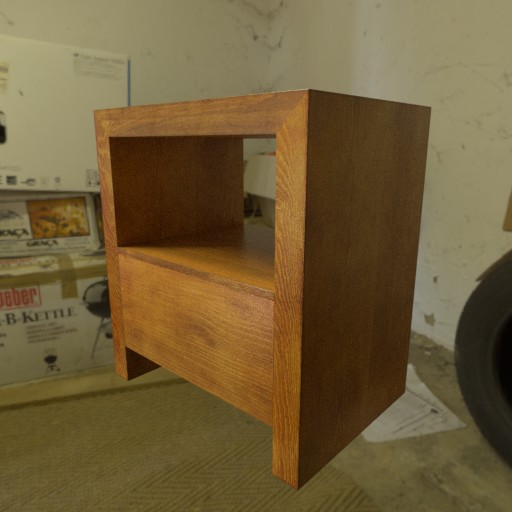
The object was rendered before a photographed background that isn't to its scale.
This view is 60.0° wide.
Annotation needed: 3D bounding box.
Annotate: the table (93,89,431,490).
[{"bbox_3d":[0.000,0.000,0.957,0.550,0.605,0.400,13,19,41],"label":"table"}]
